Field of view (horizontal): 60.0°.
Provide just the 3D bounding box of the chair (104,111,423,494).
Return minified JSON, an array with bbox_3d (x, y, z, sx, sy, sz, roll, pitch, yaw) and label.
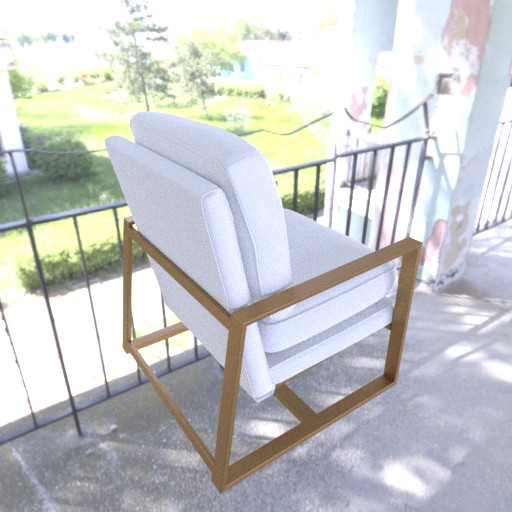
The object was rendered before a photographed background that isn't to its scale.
[{"bbox_3d":[0.000,0.000,1.553,0.813,0.966,0.805,-18,33,-31],"label":"chair"}]
